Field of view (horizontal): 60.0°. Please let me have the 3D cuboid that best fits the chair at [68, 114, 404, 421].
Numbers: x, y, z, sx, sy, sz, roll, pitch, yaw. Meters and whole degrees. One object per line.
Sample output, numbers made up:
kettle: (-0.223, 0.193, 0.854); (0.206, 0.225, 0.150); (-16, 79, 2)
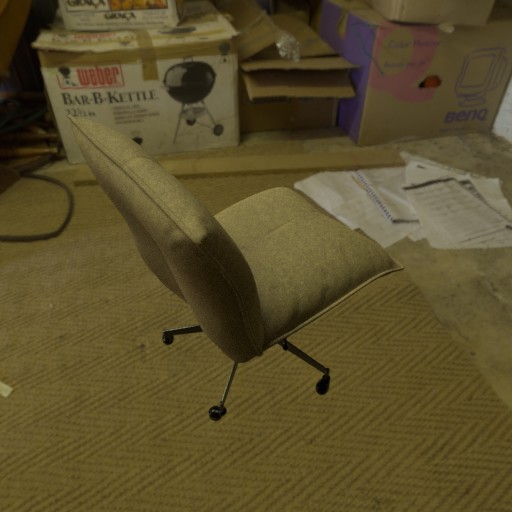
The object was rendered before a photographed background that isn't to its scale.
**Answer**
chair: (0.000, 0.000, 1.271); (0.696, 0.811, 0.597); (-26, 46, -27)
